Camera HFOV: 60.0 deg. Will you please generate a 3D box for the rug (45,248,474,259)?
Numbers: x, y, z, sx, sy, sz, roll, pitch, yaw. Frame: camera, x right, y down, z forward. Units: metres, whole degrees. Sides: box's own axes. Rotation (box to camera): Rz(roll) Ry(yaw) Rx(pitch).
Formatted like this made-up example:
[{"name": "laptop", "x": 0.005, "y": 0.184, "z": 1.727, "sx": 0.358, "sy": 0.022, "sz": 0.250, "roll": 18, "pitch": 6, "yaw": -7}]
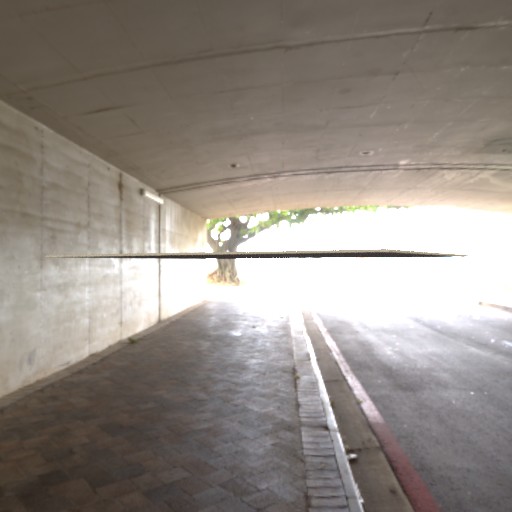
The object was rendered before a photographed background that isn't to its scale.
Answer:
[{"name": "rug", "x": 0.000, "y": 0.000, "z": 2.801, "sx": 2.244, "sy": 0.017, "sz": 1.532, "roll": -1, "pitch": -1, "yaw": 36}]
